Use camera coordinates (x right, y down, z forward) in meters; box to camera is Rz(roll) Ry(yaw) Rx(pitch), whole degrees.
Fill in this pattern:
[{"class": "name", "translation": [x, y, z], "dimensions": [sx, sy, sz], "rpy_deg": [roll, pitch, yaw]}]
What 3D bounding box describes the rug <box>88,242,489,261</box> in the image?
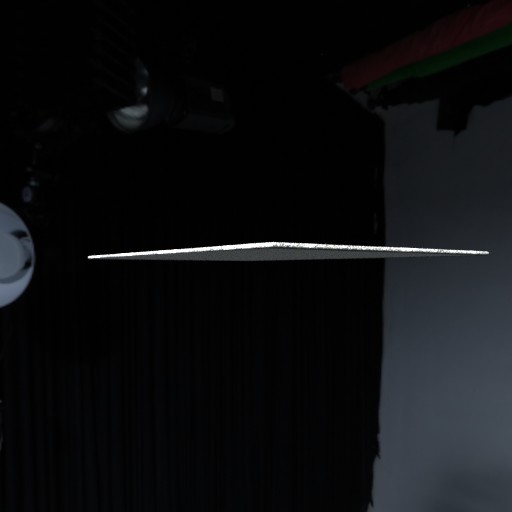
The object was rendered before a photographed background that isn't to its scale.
[{"class": "rug", "translation": [0.000, 0.000, 3.436], "dimensions": [1.801, 0.026, 2.701], "rpy_deg": [1, -2, -36]}]
